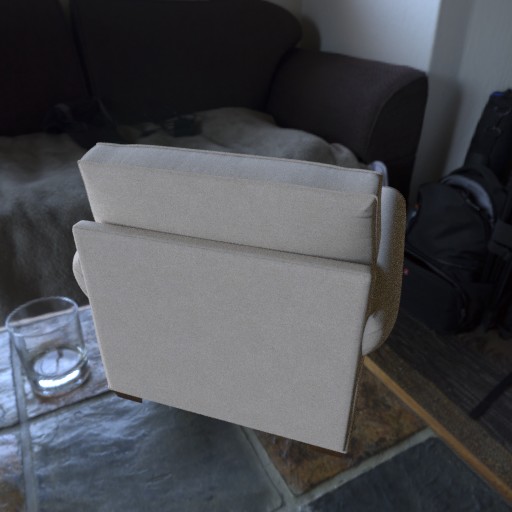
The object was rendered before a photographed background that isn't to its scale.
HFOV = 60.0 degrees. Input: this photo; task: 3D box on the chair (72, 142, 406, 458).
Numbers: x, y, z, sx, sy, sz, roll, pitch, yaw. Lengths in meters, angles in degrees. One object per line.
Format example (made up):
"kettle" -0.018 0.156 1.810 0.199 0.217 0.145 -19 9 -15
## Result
"chair" 0.000 0.000 1.673 1.040 0.955 0.863 9 32 15
